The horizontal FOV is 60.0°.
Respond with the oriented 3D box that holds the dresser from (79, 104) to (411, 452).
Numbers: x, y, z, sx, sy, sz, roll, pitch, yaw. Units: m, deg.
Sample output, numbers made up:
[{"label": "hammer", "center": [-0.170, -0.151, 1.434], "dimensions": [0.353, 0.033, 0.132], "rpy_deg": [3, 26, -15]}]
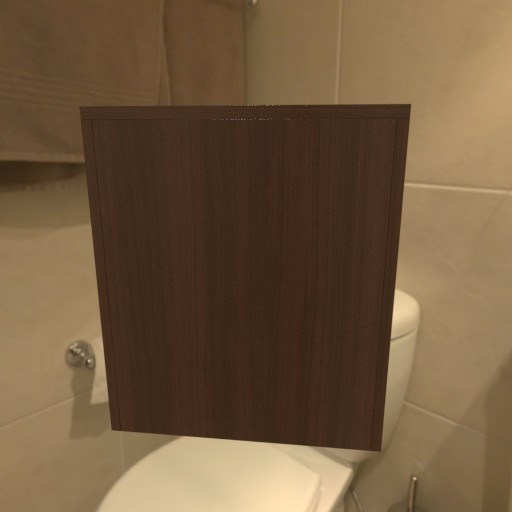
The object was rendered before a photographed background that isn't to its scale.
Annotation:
[{"label": "dresser", "center": [0.000, 0.000, 0.763], "dimensions": [0.400, 0.470, 0.360], "rpy_deg": [2, 15, 7]}]
